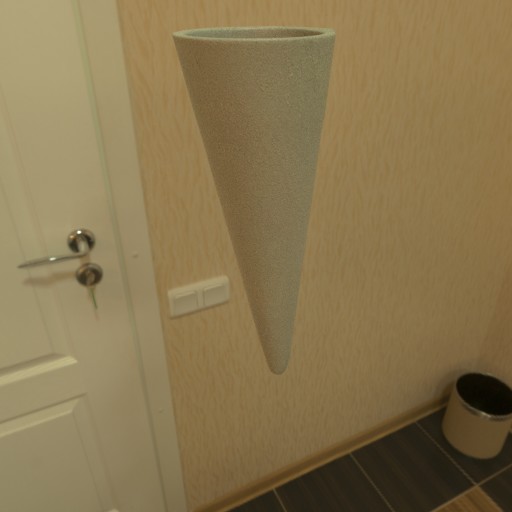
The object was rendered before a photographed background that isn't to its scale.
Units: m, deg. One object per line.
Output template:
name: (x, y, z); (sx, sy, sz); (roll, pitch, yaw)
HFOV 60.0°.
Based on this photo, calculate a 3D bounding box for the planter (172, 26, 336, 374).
planter: (0.000, 0.000, 0.211); (0.057, 0.191, 0.064); (19, 36, 29)
